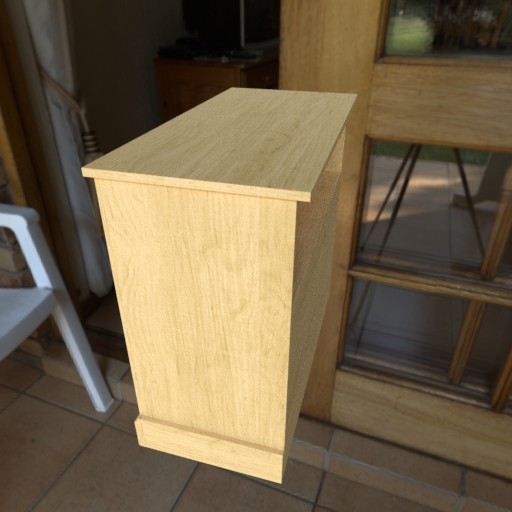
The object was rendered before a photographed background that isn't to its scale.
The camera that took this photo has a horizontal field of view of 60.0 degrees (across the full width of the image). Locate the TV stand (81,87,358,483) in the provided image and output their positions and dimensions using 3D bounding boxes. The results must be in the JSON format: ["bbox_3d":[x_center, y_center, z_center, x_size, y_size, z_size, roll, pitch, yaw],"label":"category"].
[{"bbox_3d":[0.000,0.000,1.313,0.430,0.787,0.851,8,32,14],"label":"TV stand"}]
